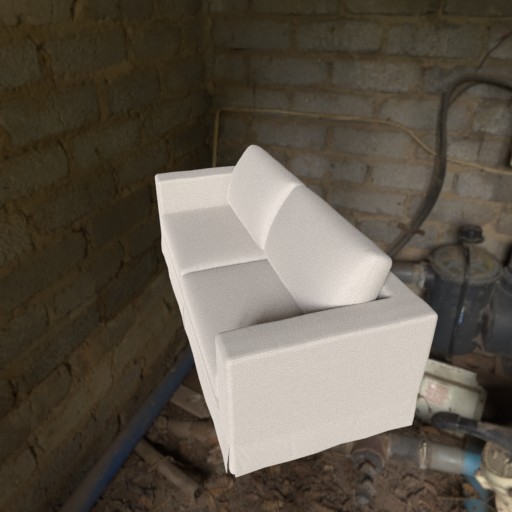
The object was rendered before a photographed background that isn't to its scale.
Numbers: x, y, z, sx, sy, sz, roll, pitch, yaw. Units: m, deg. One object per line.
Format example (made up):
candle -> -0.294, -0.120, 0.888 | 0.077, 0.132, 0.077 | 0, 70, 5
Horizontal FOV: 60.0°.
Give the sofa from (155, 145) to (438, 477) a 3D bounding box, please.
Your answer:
sofa -> 0.000, 0.000, 2.717 | 0.954, 0.881, 2.163 | -9, 31, -16
